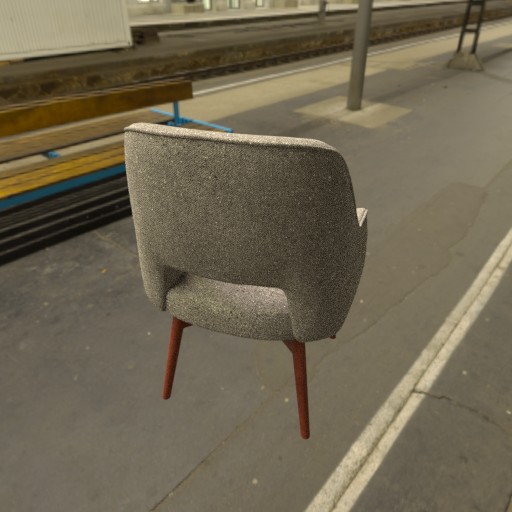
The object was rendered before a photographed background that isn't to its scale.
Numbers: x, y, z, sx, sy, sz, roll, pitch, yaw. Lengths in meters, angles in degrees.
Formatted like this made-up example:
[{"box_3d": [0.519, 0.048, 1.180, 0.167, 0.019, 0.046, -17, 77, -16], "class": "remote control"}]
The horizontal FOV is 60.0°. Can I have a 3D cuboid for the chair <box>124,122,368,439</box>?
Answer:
[{"box_3d": [0.000, 0.000, 1.291, 0.608, 0.875, 0.629, 10, 33, 16], "class": "chair"}]
